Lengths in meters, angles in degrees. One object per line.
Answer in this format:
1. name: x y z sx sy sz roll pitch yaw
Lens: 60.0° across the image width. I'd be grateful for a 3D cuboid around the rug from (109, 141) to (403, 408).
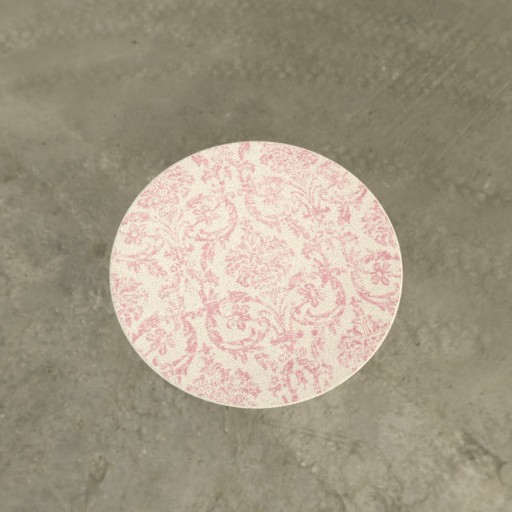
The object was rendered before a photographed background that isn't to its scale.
1. rug: 0.000 0.000 2.431 1.593 0.012 1.593 0 64 0
